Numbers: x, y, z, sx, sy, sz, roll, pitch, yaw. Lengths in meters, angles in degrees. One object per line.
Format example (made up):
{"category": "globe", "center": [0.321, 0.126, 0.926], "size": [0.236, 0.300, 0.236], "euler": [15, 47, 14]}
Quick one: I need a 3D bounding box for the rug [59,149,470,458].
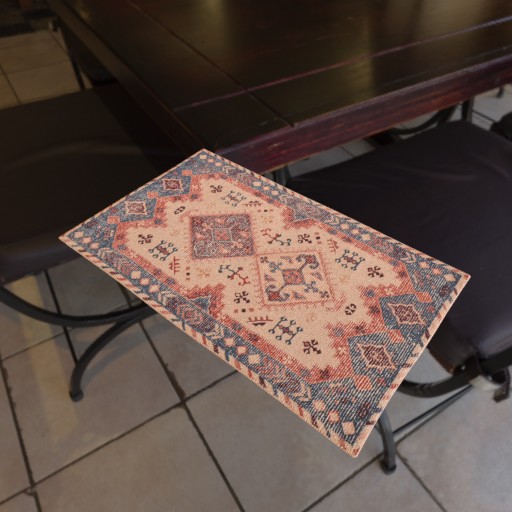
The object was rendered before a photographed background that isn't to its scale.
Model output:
{"category": "rug", "center": [0.000, 0.000, 3.085], "size": [2.464, 0.023, 1.521], "euler": [30, 53, 26]}
